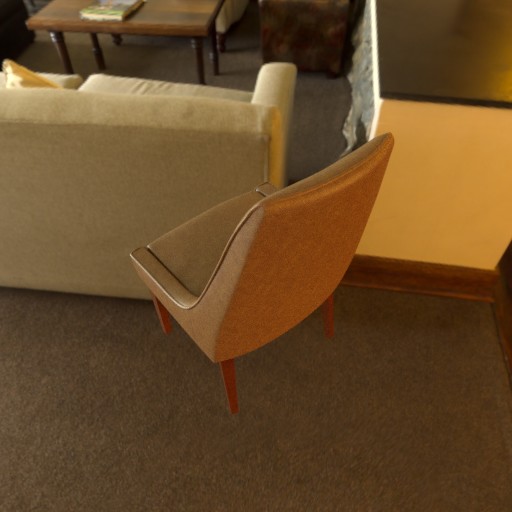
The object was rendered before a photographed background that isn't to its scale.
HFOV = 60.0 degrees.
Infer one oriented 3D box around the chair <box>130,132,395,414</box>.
[{"bbox_3d":[0.000,0.000,1.242,0.529,0.861,0.544,-31,54,-26],"label":"chair"}]
